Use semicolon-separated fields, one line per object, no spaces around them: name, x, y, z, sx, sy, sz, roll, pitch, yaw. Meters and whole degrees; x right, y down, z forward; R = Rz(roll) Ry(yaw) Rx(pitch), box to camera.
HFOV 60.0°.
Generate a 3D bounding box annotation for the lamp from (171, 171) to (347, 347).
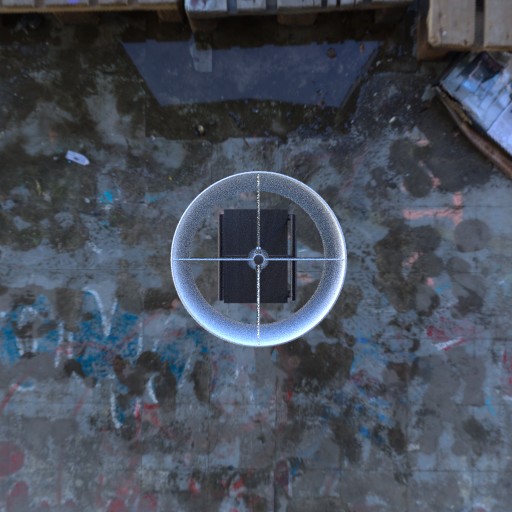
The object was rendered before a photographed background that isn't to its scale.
lamp;0.000;0.000;1.681;0.384;1.474;0.427;0;91;0
